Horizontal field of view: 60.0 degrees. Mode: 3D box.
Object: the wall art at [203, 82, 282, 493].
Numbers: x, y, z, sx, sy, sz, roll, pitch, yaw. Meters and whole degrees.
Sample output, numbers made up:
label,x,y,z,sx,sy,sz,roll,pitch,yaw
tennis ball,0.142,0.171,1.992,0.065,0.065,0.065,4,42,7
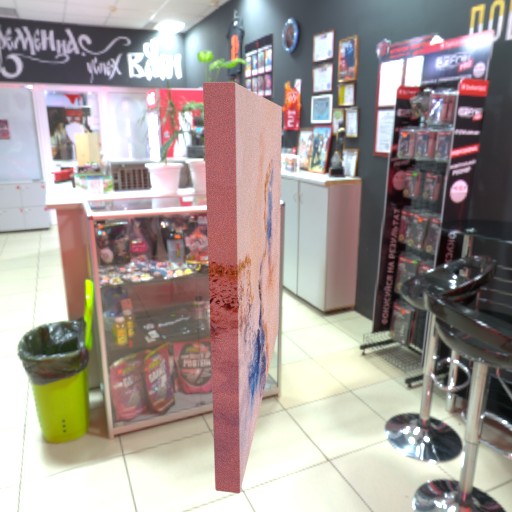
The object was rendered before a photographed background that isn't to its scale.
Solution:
label,x,y,z,sx,sy,sz,roll,pitch,yaw
wall art,0.000,0.000,1.584,0.071,1.061,1.061,2,16,8
